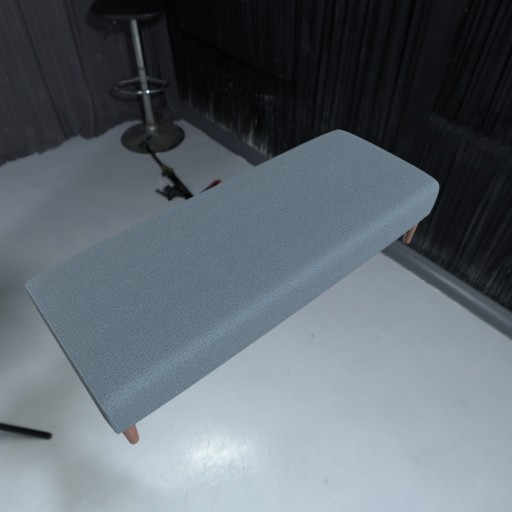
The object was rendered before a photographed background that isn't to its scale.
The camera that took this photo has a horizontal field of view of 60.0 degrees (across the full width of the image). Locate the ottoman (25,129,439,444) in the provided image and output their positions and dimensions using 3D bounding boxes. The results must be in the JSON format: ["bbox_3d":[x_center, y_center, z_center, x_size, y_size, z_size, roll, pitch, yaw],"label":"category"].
[{"bbox_3d":[0.000,0.000,1.843,1.609,0.393,0.646,-31,53,-27],"label":"ottoman"}]
